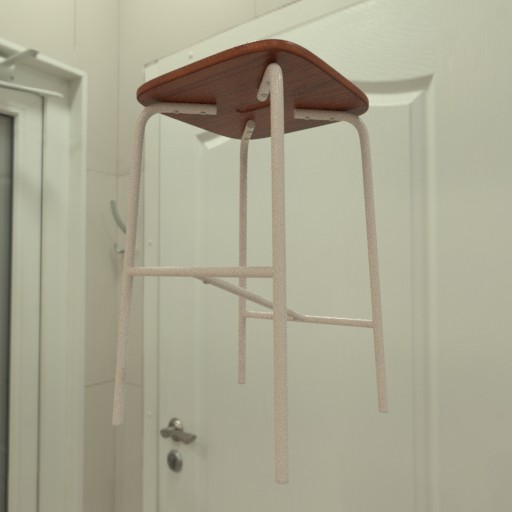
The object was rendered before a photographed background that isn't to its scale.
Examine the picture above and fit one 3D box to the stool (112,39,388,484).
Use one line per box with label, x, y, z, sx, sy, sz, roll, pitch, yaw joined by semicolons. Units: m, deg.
stool;0.000;0.000;0.845;0.376;0.610;0.376;-1;-2;37
